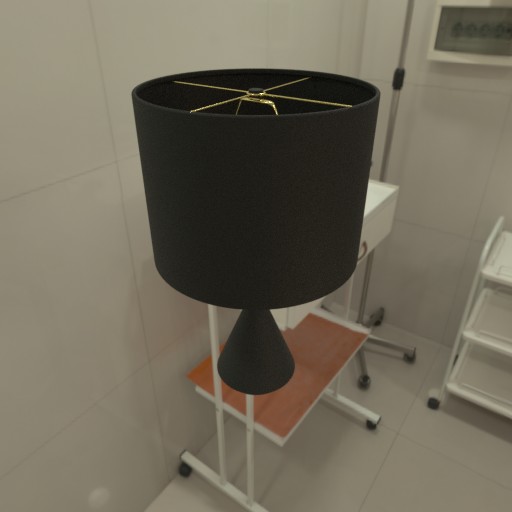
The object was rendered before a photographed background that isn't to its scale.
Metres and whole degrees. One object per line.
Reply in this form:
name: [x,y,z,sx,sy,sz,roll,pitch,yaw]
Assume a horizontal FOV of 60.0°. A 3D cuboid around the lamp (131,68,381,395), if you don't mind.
lamp: [0.000,0.000,0.805,0.359,0.584,0.359,20,36,29]
